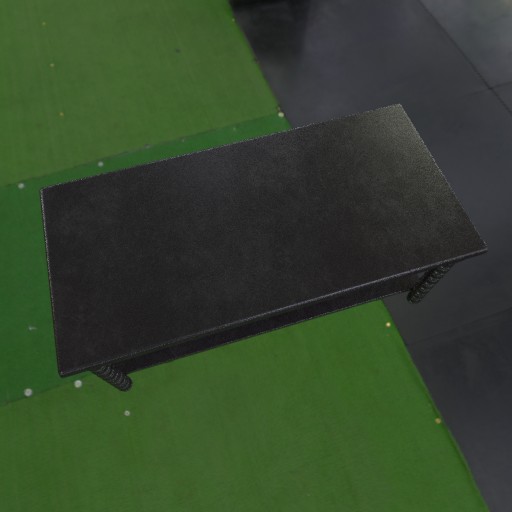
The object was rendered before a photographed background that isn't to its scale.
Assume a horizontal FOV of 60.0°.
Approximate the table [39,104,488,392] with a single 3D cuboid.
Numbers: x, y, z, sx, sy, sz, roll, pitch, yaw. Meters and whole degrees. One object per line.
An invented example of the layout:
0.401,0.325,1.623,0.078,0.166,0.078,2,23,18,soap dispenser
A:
0.000,0.000,1.478,1.171,0.487,0.580,-15,64,-7,table
